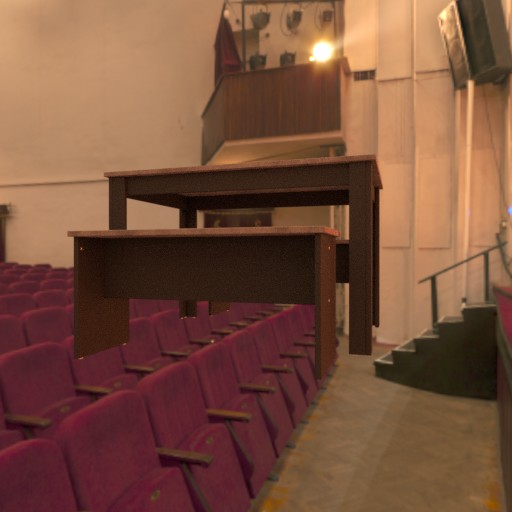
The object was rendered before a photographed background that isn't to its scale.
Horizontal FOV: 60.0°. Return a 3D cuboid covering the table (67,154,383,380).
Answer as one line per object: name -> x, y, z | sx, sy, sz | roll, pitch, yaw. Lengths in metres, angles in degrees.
table -> 0.000, 0.000, 2.038 | 1.100, 0.700, 1.443 | 0, 0, 18
